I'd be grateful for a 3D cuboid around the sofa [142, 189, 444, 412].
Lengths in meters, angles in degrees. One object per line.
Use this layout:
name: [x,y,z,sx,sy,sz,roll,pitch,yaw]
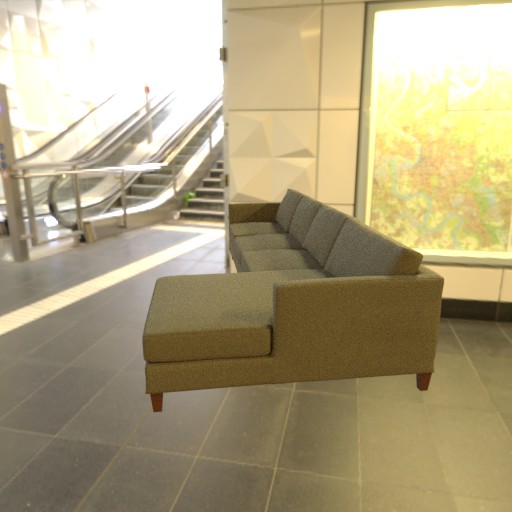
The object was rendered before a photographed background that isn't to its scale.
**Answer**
sofa: [0.000,0.000,3.841,1.625,0.861,3.186,-2,15,-8]
